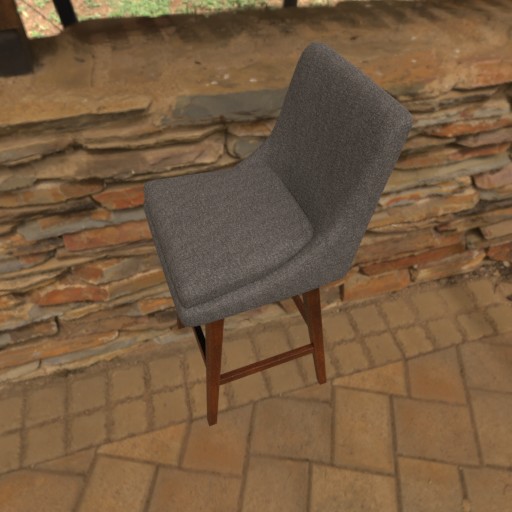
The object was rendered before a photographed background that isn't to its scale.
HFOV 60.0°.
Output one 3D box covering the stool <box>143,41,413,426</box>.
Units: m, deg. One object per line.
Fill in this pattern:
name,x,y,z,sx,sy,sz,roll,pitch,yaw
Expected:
stool,0.000,0.000,1.366,0.572,1.068,0.489,-16,49,-14
